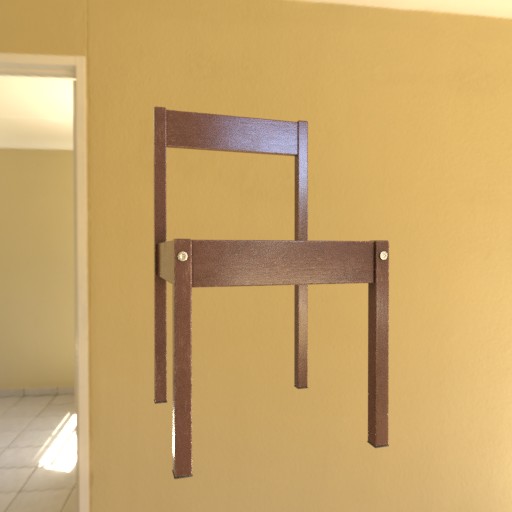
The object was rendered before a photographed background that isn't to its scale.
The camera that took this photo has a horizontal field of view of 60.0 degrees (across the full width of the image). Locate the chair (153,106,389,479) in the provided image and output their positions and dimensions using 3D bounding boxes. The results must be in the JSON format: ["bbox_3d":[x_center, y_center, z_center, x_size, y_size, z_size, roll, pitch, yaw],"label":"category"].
[{"bbox_3d":[0.000,0.000,0.679,0.285,0.505,0.285,0,1,-18],"label":"chair"}]
